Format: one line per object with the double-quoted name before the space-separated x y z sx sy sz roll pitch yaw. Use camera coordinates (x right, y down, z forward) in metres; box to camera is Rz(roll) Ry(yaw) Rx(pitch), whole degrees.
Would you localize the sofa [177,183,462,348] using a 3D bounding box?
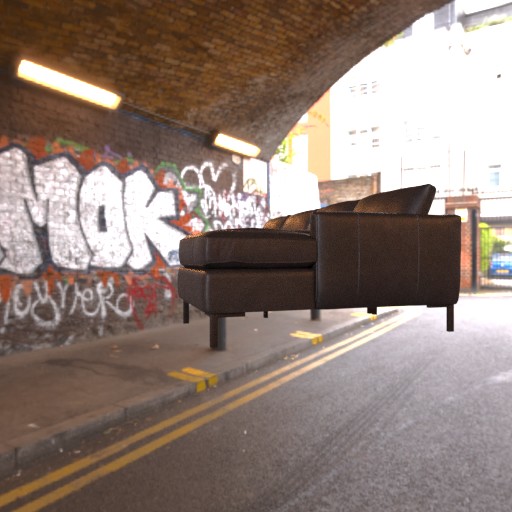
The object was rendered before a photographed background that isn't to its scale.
"sofa" 0.000 0.000 3.663 1.471 0.859 2.993 0 0 -18
